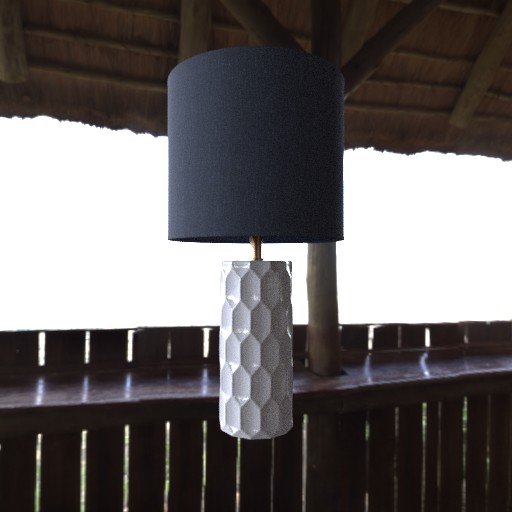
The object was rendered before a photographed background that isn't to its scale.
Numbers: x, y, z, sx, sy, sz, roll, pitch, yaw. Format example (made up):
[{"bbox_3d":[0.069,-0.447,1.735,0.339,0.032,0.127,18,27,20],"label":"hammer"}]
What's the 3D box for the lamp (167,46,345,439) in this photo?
[{"bbox_3d":[0.000,0.000,0.704,0.277,0.537,0.277,0,-1,-37],"label":"lamp"}]
